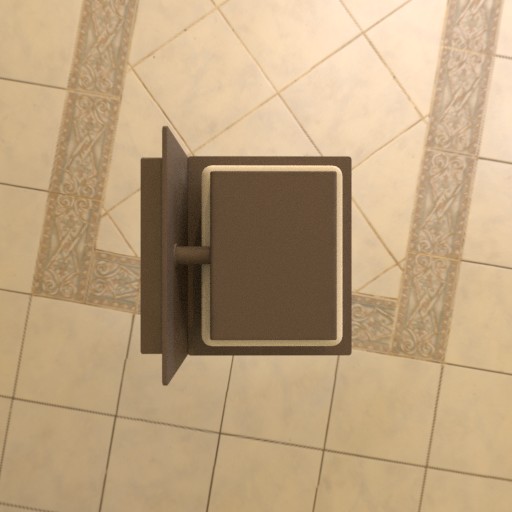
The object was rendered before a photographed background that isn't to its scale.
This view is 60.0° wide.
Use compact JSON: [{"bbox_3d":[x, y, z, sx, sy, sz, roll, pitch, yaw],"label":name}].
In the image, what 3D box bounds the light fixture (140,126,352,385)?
[{"bbox_3d":[0.000,0.000,0.433,0.146,0.347,0.153,0,90,0],"label":"light fixture"}]
